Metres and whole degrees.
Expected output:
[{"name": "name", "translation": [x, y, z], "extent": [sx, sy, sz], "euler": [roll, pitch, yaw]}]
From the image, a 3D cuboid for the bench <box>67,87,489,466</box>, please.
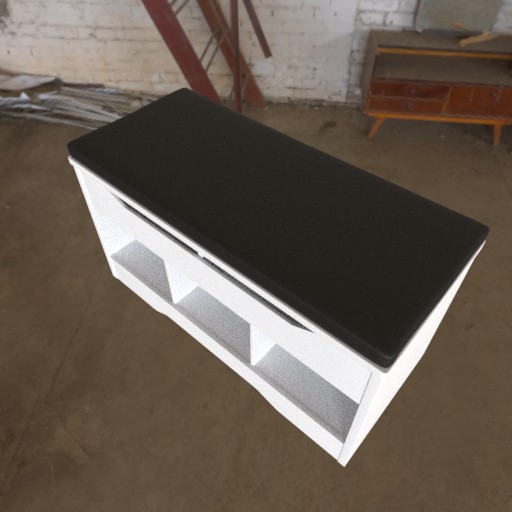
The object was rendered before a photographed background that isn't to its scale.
[{"name": "bench", "translation": [0.000, 0.000, 1.152], "extent": [0.899, 0.500, 0.401], "euler": [33, 55, 27]}]
